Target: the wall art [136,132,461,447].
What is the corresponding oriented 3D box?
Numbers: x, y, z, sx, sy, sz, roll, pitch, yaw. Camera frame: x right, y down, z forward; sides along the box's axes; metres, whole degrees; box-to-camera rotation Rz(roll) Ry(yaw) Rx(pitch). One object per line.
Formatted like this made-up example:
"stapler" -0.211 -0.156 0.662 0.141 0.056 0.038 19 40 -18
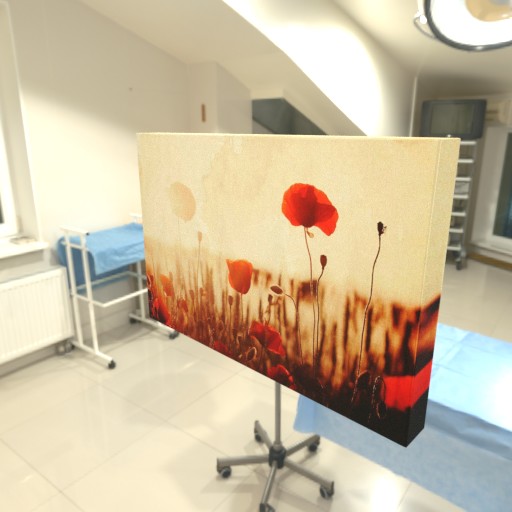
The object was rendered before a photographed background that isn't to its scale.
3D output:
"wall art" 0.000 0.000 0.476 0.383 0.251 0.037 15 22 42
